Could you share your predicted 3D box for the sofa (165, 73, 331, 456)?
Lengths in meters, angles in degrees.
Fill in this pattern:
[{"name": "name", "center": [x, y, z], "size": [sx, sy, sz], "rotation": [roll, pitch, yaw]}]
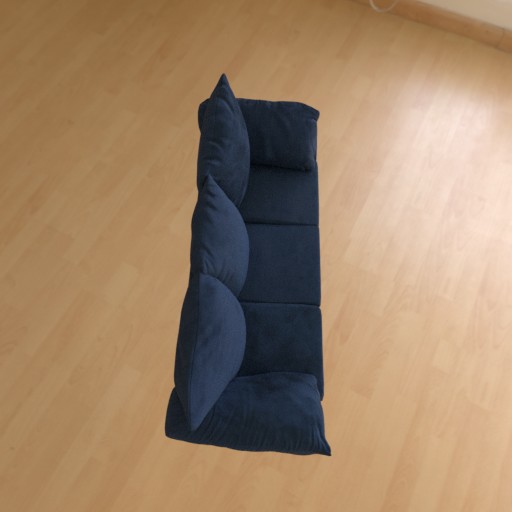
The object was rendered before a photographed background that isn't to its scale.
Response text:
[{"name": "sofa", "center": [0.000, 0.000, 2.934], "size": [0.907, 1.091, 2.390], "rotation": [2, 66, 1]}]
